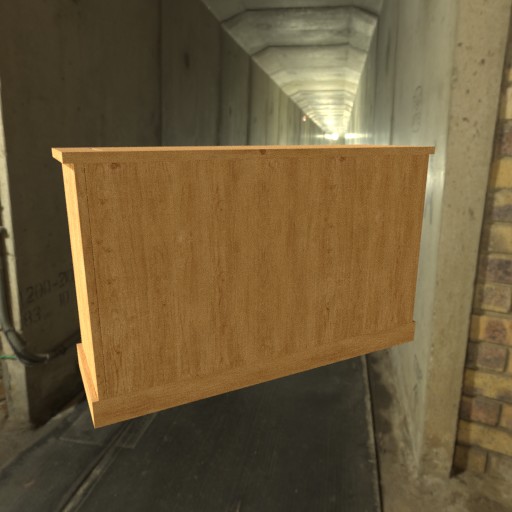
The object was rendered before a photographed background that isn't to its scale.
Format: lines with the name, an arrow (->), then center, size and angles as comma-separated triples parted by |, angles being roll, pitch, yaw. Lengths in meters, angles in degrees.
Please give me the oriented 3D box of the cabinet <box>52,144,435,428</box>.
cabinet -> 0.000, 0.000, 1.699 | 1.321, 0.810, 0.432 | -8, 17, -26
